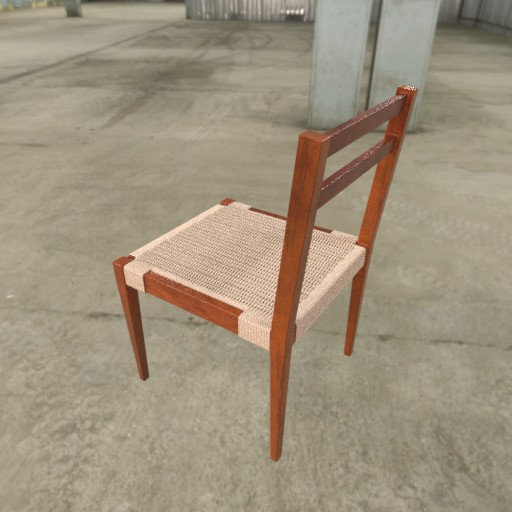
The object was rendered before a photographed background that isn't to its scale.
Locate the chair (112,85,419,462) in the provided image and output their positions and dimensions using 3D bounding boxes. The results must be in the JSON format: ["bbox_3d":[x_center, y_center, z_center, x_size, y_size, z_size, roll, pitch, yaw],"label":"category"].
[{"bbox_3d":[0.000,0.000,1.194,0.569,0.851,0.495,19,36,28],"label":"chair"}]
